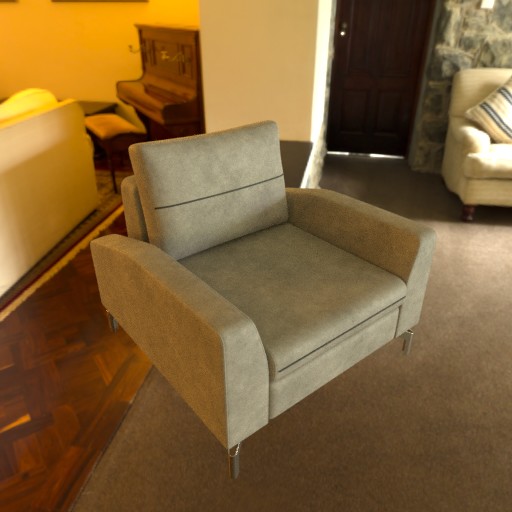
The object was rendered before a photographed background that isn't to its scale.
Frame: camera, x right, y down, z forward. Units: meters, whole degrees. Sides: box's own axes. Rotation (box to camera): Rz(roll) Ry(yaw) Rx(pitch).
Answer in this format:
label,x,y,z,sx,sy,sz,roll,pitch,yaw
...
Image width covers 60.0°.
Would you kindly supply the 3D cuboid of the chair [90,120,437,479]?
label,x,y,z,sx,sy,sz,roll,pitch,yaw
chair,0.000,0.000,1.605,0.900,0.800,0.900,-21,36,-33
